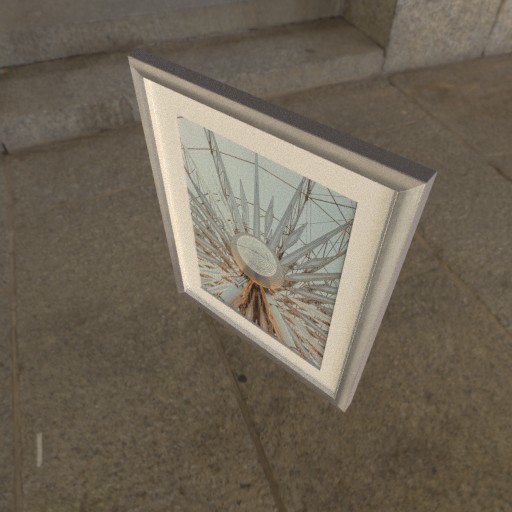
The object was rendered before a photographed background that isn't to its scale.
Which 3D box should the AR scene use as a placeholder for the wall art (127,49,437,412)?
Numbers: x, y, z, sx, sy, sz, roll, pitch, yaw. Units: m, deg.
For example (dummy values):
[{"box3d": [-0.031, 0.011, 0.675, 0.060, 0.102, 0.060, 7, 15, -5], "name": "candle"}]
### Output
[{"box3d": [0.000, 0.000, 0.750, 0.458, 0.558, 0.029, 31, 55, 25], "name": "wall art"}]
